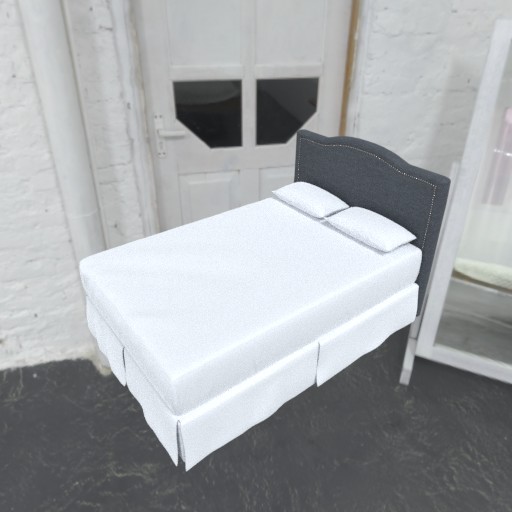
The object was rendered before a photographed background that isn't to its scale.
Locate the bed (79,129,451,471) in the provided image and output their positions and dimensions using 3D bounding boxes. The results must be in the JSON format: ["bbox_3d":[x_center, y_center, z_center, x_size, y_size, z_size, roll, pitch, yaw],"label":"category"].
[{"bbox_3d":[0.000,0.000,3.606,2.507,1.441,1.747,-22,38,-31],"label":"bed"}]
